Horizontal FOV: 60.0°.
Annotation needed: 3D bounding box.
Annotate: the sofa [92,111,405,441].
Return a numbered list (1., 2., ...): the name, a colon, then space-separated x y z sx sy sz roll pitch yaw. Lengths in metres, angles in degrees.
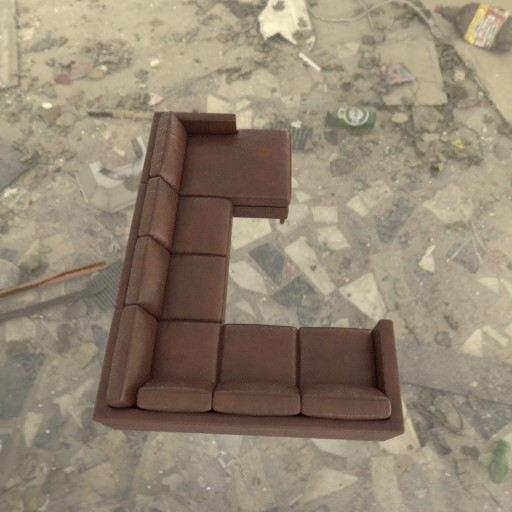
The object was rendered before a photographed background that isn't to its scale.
1. sofa: 0.000 0.000 4.482 2.452 0.891 3.324 2 62 1
